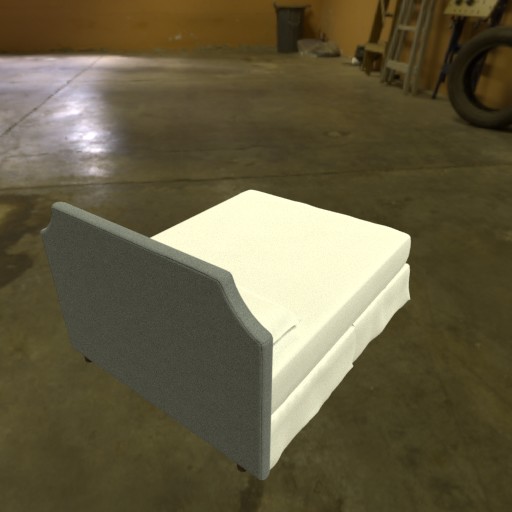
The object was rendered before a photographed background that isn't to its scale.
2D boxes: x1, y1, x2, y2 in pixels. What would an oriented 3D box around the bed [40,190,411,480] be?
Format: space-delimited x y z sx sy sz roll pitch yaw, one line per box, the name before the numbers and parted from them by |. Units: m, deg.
bed | 0.000 0.000 3.353 1.811 1.296 2.259 21 36 31
